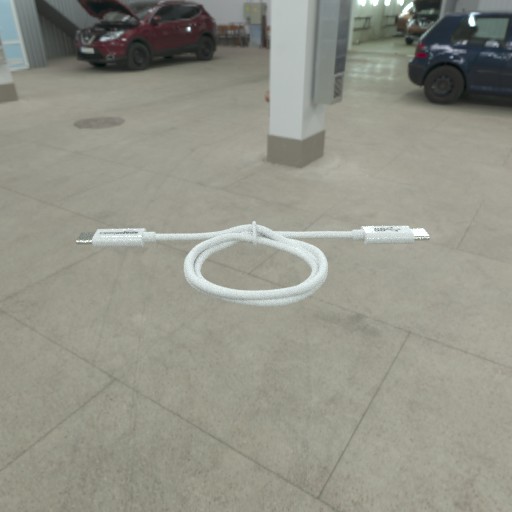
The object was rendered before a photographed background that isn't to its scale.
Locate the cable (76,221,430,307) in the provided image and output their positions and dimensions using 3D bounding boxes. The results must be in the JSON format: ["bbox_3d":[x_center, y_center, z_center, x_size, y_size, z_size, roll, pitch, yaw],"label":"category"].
[{"bbox_3d":[0.000,0.000,0.213,0.186,0.014,0.070,-1,30,-2],"label":"cable"}]
